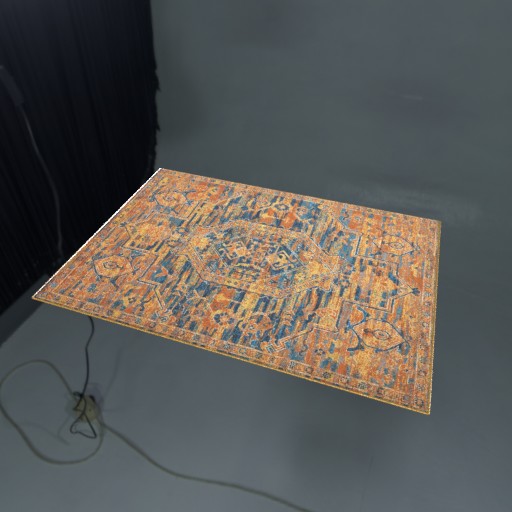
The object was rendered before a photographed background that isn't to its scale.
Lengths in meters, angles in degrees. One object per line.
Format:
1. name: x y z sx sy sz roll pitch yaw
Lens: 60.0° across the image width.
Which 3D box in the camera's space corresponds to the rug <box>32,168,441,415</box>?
1. rug: 0.000 0.000 3.739 2.916 0.019 2.043 13 43 14
